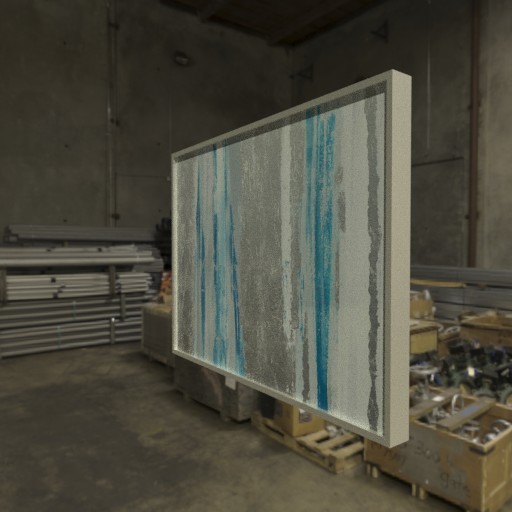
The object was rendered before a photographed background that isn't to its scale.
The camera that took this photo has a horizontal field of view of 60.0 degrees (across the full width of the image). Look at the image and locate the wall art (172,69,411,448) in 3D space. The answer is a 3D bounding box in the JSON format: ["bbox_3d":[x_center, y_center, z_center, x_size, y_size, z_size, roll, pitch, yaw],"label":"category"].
[{"bbox_3d":[0.000,0.000,1.382,0.066,0.801,1.056,-1,2,-36],"label":"wall art"}]
